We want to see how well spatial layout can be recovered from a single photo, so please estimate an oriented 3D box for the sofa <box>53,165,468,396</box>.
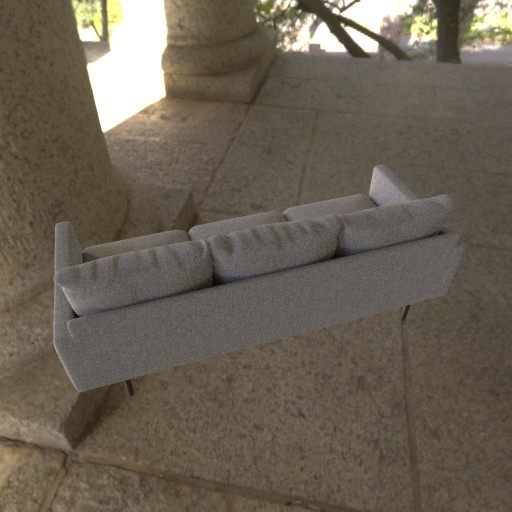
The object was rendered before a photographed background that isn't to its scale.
[{"bbox_3d":[0.000,0.000,2.413,2.000,0.830,0.850,-12,43,-13],"label":"sofa"}]
